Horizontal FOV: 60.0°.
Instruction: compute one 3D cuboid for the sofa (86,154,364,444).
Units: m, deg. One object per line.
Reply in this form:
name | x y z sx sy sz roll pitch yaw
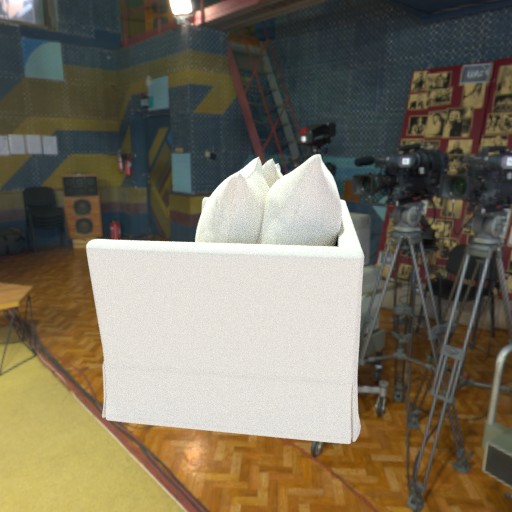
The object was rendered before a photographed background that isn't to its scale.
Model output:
sofa | 0.000 0.000 2.304 1.026 1.039 1.608 2 13 9
